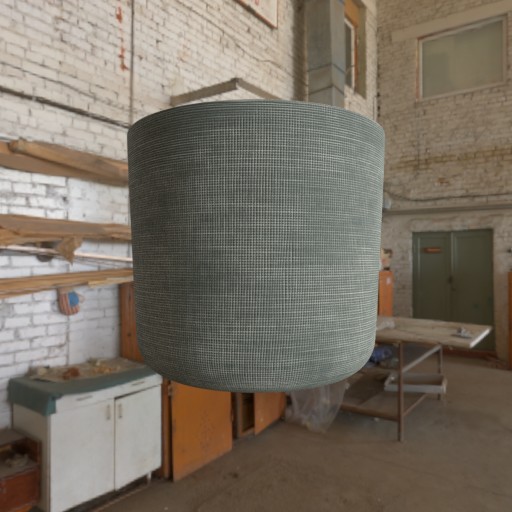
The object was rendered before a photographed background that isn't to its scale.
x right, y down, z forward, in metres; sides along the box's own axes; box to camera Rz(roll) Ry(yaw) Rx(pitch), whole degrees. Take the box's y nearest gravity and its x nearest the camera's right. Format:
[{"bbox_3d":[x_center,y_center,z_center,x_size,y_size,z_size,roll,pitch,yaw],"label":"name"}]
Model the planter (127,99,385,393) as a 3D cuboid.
[{"bbox_3d":[0.000,0.000,0.785,0.440,0.398,0.440,0,-1,0],"label":"planter"}]
